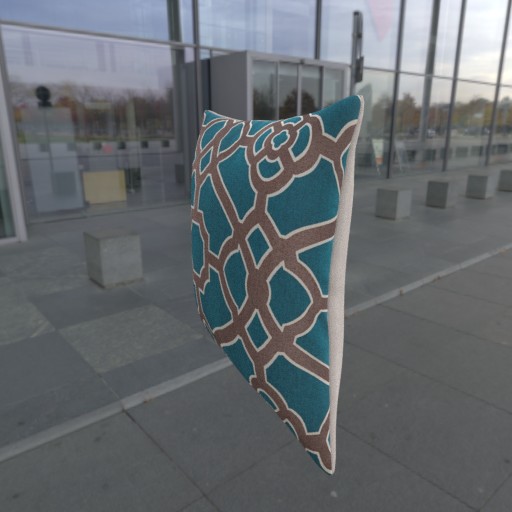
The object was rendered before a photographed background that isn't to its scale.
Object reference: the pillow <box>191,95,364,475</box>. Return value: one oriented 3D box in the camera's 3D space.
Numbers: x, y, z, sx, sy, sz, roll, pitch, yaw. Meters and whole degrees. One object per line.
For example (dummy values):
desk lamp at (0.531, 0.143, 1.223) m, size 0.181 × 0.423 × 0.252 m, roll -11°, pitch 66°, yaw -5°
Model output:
pillow at (0.000, 0.000, 0.783) m, size 0.166 × 0.507 × 0.526 m, roll -8°, pitch 18°, yaw -24°
